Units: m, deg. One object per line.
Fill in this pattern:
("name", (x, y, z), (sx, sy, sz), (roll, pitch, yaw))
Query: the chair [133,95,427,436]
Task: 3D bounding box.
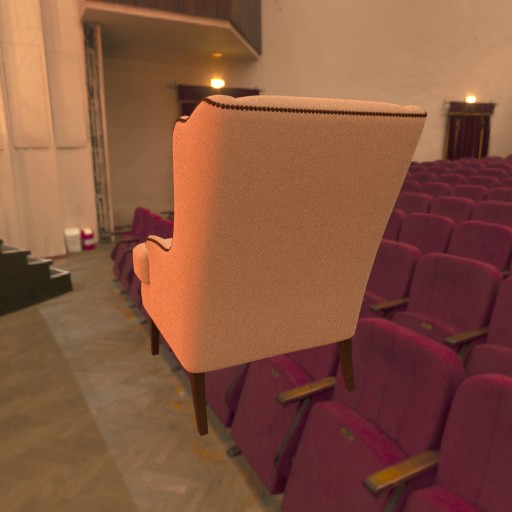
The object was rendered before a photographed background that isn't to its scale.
("chair", (0.000, 0.000, 1.640), (0.737, 1.029, 0.940), (-7, 15, -26))
